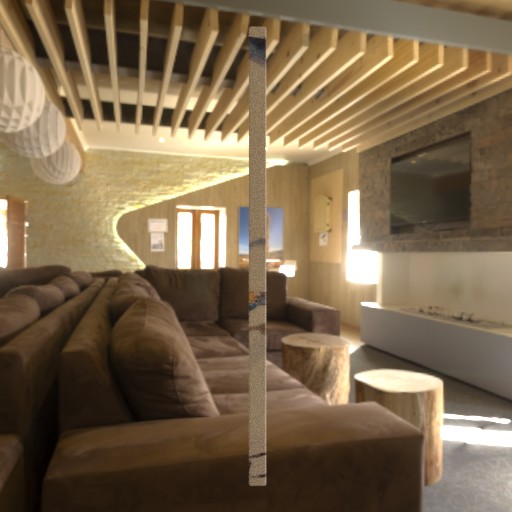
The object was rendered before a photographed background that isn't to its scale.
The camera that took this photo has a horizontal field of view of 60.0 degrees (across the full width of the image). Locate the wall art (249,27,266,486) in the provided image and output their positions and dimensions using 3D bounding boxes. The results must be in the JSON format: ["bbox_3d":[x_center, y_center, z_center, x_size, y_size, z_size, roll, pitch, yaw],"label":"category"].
[{"bbox_3d":[0.000,0.000,1.357,0.038,1.015,0.761,0,0,0],"label":"wall art"}]
